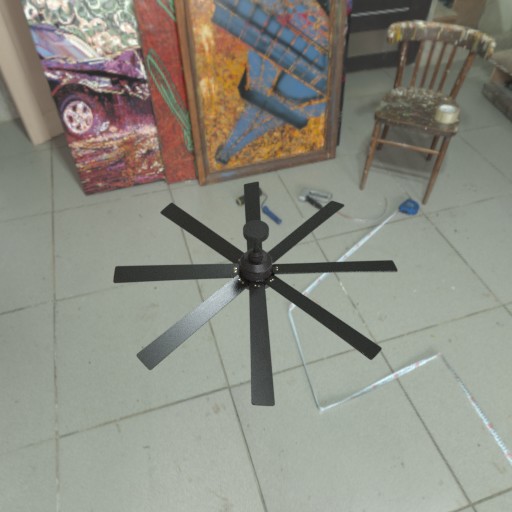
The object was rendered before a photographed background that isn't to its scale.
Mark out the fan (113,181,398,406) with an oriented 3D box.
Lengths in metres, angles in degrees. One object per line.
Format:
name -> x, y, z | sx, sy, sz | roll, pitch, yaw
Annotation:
fan -> 0.000, 0.000, 2.784 | 1.830, 0.472, 1.830 | 34, 56, 28
